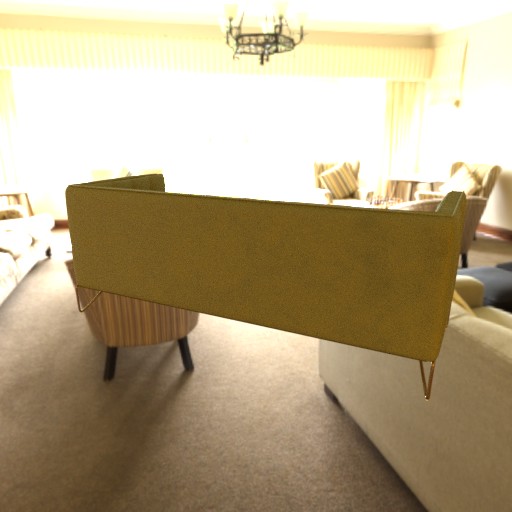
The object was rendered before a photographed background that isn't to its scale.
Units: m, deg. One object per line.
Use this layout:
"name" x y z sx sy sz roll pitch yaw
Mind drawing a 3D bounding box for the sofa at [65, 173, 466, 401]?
"sofa" 0.000 0.000 2.533 2.087 0.789 0.867 8 18 26
